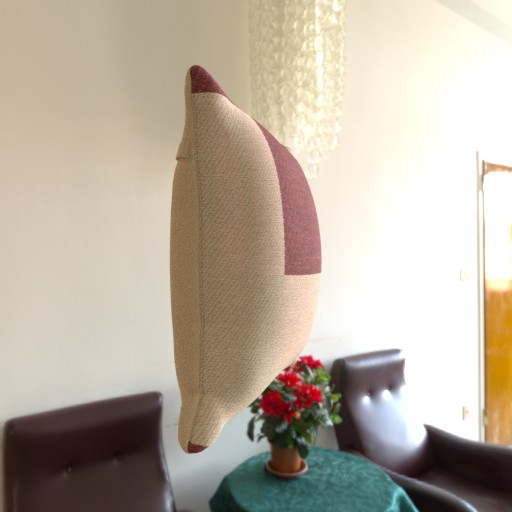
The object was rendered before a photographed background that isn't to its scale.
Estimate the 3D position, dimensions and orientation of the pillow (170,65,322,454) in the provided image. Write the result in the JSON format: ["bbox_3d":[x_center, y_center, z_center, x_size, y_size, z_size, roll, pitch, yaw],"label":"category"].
[{"bbox_3d":[0.000,0.000,0.804,0.229,0.506,0.536,0,-1,18],"label":"pillow"}]
